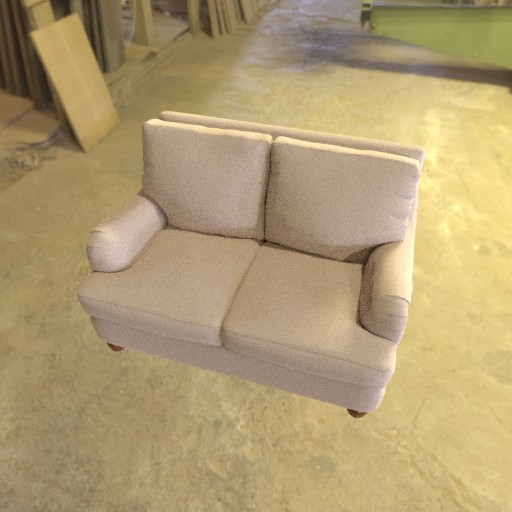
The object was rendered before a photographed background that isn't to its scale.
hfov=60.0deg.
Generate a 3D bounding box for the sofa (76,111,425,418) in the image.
[{"bbox_3d":[0.000,0.000,2.278,1.508,1.048,1.087,12,43,13],"label":"sofa"}]
